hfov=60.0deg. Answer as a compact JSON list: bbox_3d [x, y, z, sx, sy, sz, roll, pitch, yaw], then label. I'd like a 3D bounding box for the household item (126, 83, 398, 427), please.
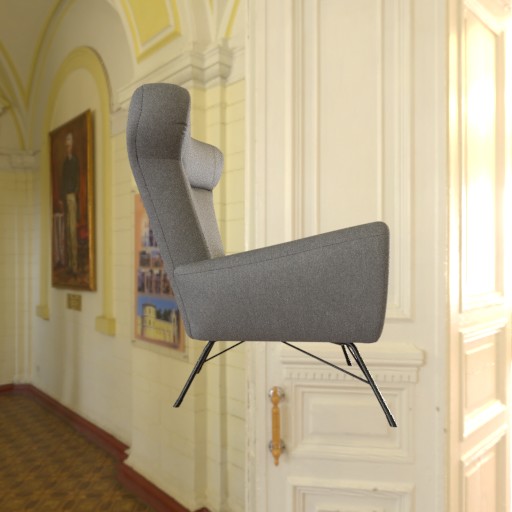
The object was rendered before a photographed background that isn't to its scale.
[{"bbox_3d":[0.000,0.000,1.751,0.900,1.050,0.980,0,0,2],"label":"household item"}]
